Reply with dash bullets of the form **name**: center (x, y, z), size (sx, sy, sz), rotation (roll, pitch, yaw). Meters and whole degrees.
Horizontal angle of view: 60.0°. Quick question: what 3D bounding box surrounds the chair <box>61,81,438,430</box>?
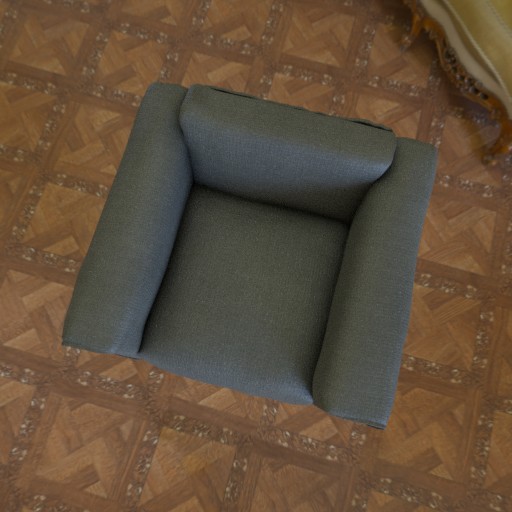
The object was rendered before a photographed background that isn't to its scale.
- **chair**: center (0.000, 0.000, 1.637), size (1.056, 0.646, 0.969), rotation (14, 75, 4)
